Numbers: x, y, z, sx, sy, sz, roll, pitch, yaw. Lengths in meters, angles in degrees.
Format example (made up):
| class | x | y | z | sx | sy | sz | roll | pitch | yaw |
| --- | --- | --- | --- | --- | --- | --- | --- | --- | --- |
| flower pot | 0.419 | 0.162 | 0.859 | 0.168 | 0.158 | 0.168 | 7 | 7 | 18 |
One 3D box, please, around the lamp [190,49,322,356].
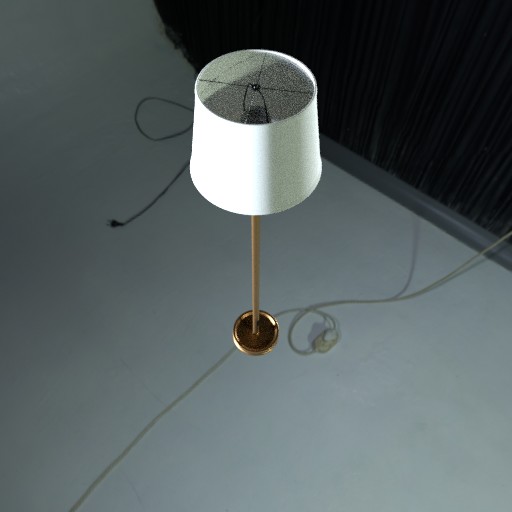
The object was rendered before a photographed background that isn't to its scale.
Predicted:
| class | x | y | z | sx | sy | sz | roll | pitch | yaw |
| --- | --- | --- | --- | --- | --- | --- | --- | --- | --- |
| lamp | 0.000 | 0.000 | 0.798 | 0.178 | 0.710 | 0.178 | 0 | 57 | 0 |
